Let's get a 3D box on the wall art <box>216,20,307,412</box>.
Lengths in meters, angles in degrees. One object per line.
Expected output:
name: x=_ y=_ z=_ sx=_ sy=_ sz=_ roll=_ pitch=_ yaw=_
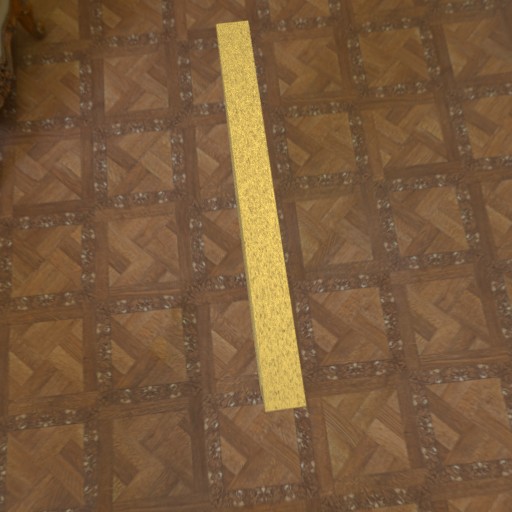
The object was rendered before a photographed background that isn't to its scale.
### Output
wall art: x=0.000 y=0.000 z=0.885 sx=0.048 sy=0.642 sz=0.537 roll=-7 pitch=75 yaw=-2
